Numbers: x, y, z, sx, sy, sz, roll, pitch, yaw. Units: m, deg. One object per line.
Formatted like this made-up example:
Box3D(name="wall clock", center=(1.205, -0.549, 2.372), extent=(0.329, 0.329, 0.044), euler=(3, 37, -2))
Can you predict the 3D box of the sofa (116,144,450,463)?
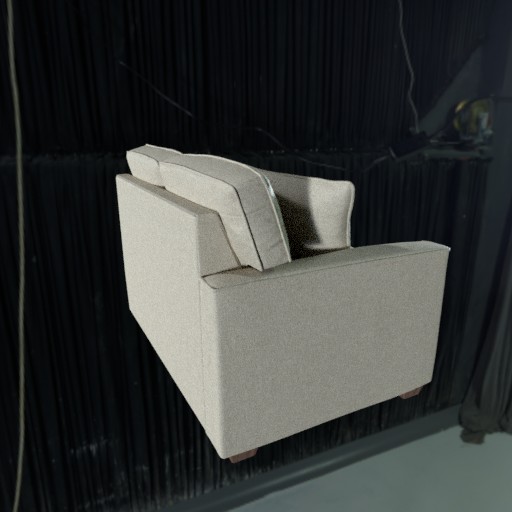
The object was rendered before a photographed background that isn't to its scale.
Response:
Box3D(name="sofa", center=(0.000, 0.000, 2.089), extent=(0.991, 0.989, 1.388), euler=(-9, 19, -26))
